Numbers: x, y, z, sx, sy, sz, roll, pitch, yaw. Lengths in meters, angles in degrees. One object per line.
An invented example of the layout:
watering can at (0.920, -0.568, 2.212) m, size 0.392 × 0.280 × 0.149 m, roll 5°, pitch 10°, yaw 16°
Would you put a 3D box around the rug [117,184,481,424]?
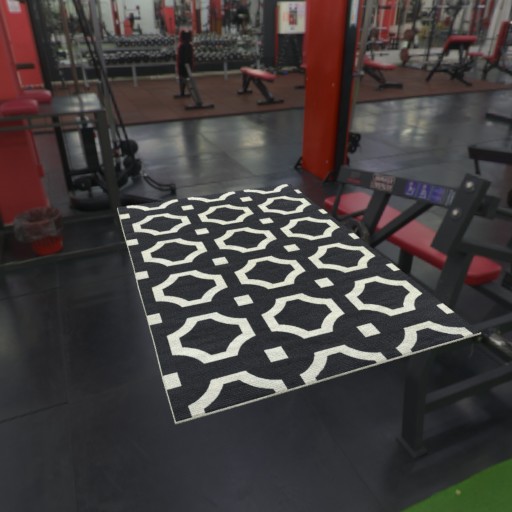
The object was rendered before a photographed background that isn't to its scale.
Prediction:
rug at (0.000, 0.000, 2.915) m, size 1.555 × 0.016 × 2.286 m, roll -11°, pitch 31°, yaw -18°
